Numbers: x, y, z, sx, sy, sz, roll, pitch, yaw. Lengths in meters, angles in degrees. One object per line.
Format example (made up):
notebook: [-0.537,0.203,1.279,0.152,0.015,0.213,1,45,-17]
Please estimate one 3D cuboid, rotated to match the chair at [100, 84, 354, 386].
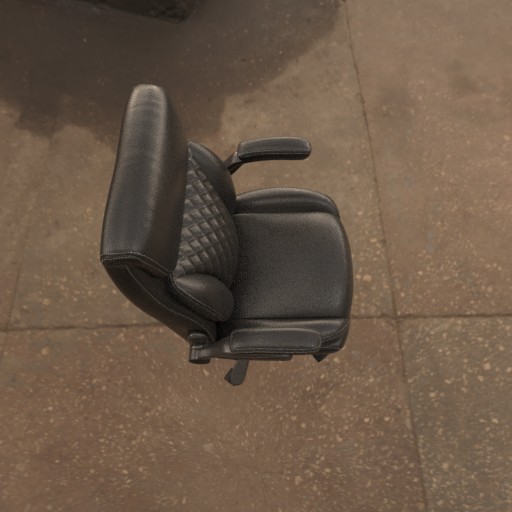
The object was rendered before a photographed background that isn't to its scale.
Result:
chair: [0.000,0.000,1.575,0.724,1.110,0.782,1,64,0]
